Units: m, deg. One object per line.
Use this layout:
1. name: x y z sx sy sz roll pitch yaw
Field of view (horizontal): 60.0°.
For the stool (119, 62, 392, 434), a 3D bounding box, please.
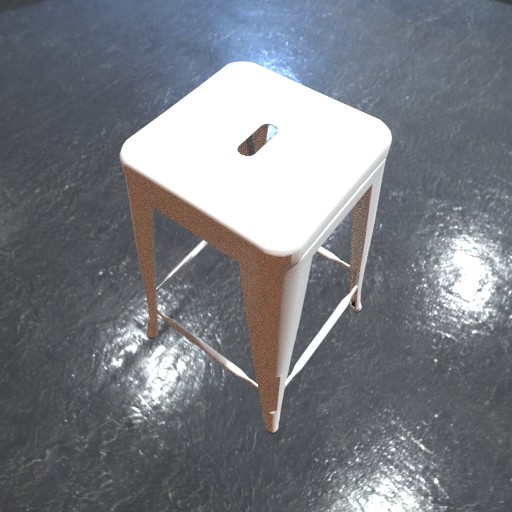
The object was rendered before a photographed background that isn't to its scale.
1. stool: 0.000 0.000 0.900 0.406 0.610 0.406 32 62 20
